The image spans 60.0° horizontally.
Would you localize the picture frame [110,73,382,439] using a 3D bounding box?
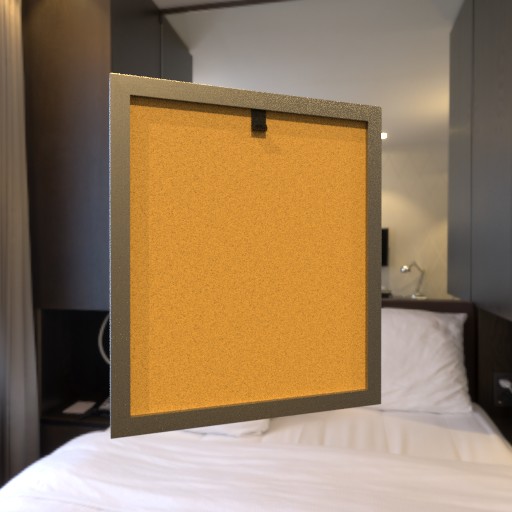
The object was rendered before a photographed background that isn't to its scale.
[{"bbox_3d":[0.000,0.000,1.341,0.839,0.968,0.073,0,0,-19],"label":"picture frame"}]
